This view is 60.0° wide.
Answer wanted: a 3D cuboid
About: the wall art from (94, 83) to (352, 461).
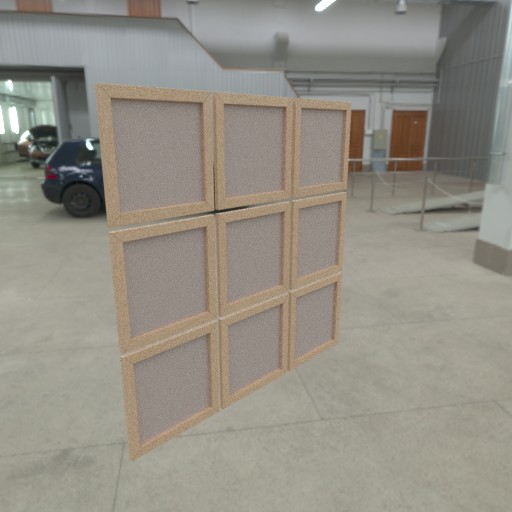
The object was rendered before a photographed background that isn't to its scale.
[{"bbox_3d":[0.000,0.000,1.331,0.012,0.910,0.917,15,22,43],"label":"wall art"}]
